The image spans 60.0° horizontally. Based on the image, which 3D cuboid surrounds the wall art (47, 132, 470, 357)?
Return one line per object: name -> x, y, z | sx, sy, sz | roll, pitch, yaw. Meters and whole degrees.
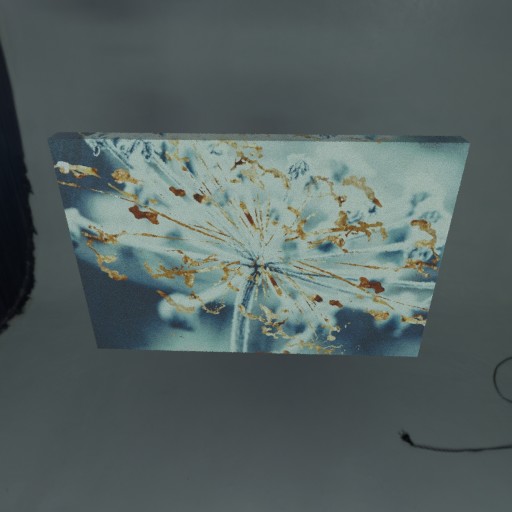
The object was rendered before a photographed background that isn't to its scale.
wall art -> 0.000, 0.000, 0.755 | 0.607, 0.405, 0.036 | 1, 31, 2
